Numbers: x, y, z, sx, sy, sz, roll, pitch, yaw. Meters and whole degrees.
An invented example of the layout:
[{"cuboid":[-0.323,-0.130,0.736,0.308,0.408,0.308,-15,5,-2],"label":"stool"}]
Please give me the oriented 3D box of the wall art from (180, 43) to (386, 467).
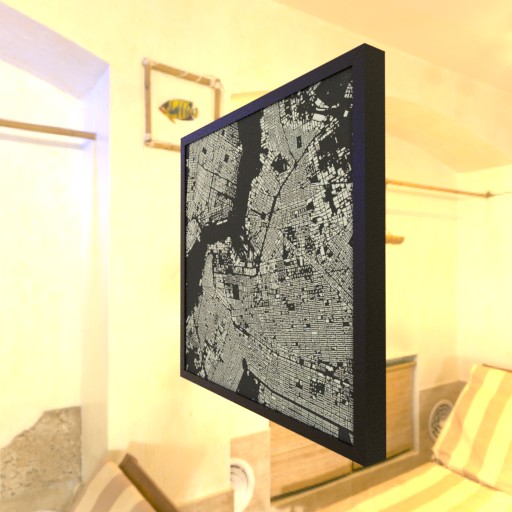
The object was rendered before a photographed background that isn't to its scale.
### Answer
[{"cuboid":[0.000,0.000,0.746,0.038,0.506,0.506,0,-1,-35],"label":"wall art"}]
